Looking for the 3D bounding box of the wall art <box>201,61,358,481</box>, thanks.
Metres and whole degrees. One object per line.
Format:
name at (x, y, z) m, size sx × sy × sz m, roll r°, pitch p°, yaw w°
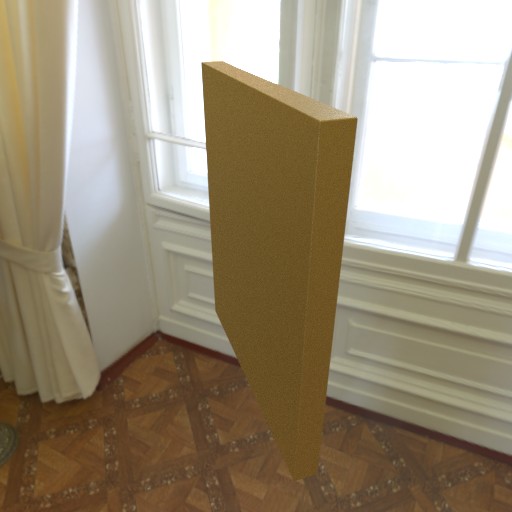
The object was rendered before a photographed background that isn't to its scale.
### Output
wall art at (0.000, 0.000, 0.865) m, size 0.048 × 0.642 × 0.537 m, roll -10°, pitch 32°, yaw -17°
